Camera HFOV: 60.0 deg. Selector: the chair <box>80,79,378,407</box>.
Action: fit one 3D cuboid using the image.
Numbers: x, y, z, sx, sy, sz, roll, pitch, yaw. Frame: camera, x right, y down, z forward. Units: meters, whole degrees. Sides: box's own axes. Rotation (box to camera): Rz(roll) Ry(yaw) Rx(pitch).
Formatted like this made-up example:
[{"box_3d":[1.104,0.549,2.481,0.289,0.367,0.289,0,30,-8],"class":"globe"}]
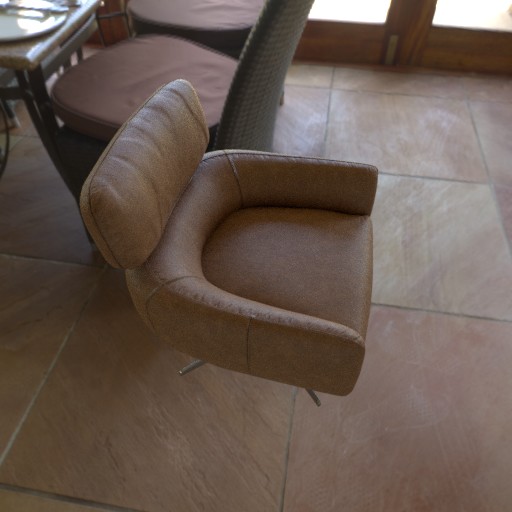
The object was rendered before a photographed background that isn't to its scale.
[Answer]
[{"box_3d":[0.000,0.000,1.332,0.715,0.812,0.706,10,48,9],"class":"chair"}]
